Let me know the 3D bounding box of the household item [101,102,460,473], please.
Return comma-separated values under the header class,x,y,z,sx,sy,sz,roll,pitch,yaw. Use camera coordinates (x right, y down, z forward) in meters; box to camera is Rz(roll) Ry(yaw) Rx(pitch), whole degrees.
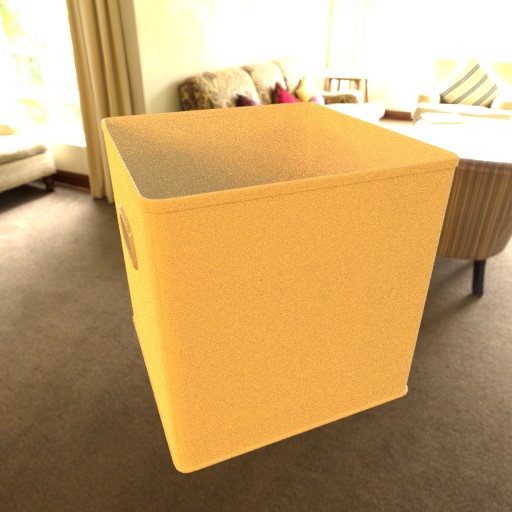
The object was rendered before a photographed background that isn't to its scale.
class,x,y,z,sx,sy,sz,roll,pitch,yaw
household item,0.000,0.000,0.558,0.305,0.305,0.305,-11,31,-20
